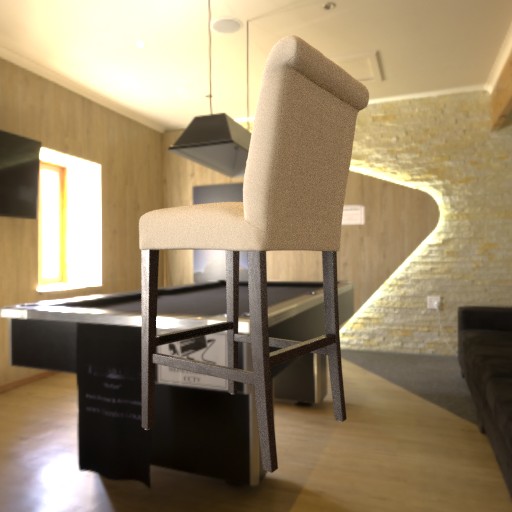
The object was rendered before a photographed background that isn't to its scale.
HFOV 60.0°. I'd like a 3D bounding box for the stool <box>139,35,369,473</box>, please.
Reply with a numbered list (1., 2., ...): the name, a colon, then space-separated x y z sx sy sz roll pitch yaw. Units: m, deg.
1. stool: 0.000 0.000 1.442 0.610 1.118 0.482 0 1 36
